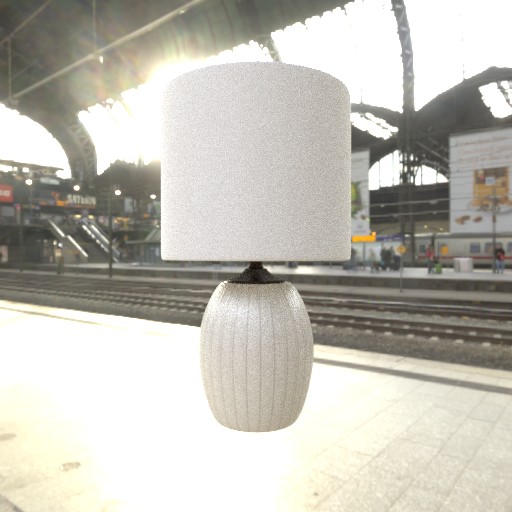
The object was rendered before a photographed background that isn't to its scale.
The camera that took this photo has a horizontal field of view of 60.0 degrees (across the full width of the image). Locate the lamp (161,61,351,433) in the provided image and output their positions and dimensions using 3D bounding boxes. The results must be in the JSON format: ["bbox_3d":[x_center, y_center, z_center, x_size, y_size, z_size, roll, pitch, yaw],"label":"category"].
[{"bbox_3d":[0.000,0.000,0.783,0.328,0.570,0.328,0,0,0],"label":"lamp"}]
